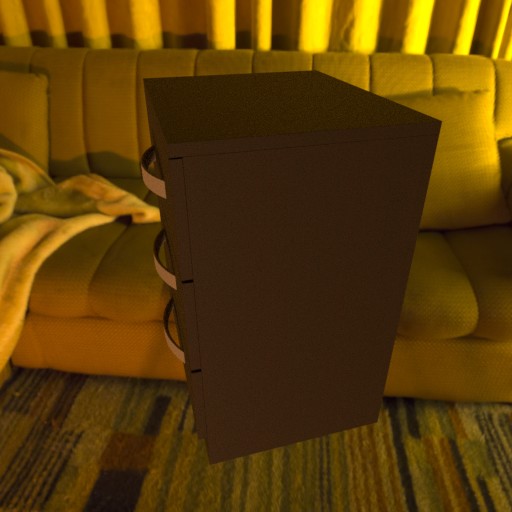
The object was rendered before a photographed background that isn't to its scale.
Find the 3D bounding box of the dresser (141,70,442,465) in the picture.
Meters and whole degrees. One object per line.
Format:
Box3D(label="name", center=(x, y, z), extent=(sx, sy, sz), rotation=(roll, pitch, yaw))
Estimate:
Box3D(label="dresser", center=(0.000, 0.000, 0.809), extent=(0.360, 0.560, 0.400), rotation=(-8, 32, -13))
